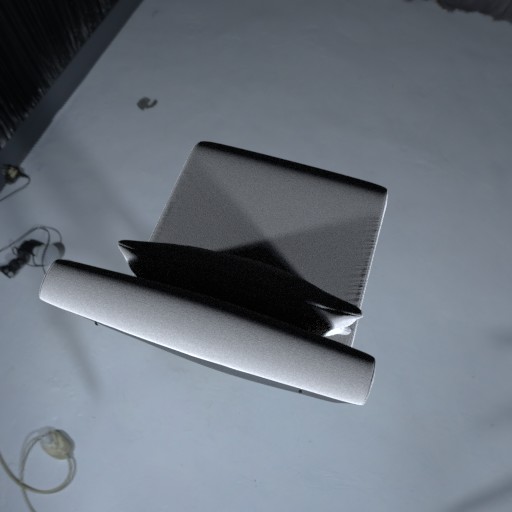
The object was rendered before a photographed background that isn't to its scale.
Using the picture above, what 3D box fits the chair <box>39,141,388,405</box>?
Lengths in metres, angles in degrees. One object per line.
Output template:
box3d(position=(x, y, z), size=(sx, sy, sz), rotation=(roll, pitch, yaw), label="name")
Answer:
box3d(position=(0.000, 0.000, 1.474), size=(0.770, 0.808, 0.902), rotation=(16, 64, 8), label="chair")
